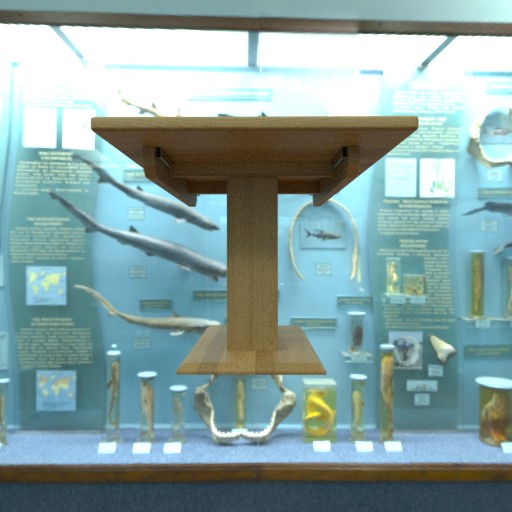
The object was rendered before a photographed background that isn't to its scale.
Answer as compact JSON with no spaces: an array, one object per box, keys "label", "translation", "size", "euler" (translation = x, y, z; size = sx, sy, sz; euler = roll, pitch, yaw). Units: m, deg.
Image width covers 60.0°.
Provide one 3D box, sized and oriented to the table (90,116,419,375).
[{"label":"table","translation":[0.000,0.000,1.856],"size":[0.900,0.770,1.300],"euler":[0,0,1]}]
